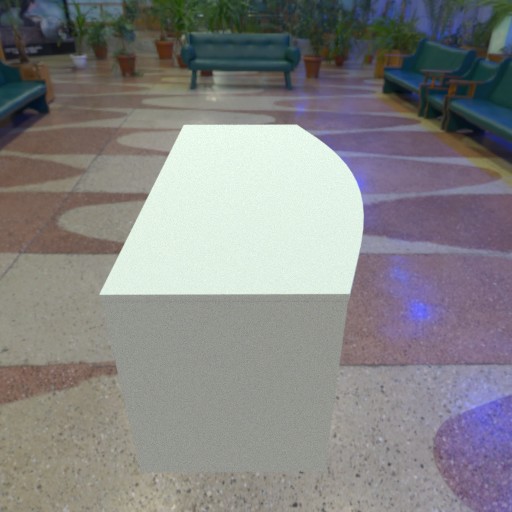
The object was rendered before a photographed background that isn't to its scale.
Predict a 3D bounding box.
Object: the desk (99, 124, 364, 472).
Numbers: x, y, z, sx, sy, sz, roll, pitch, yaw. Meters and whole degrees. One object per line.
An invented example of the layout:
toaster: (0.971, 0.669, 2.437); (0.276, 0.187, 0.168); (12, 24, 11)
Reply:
desk: (0.000, 0.000, 2.000); (0.802, 0.750, 1.600); (0, 31, 0)
